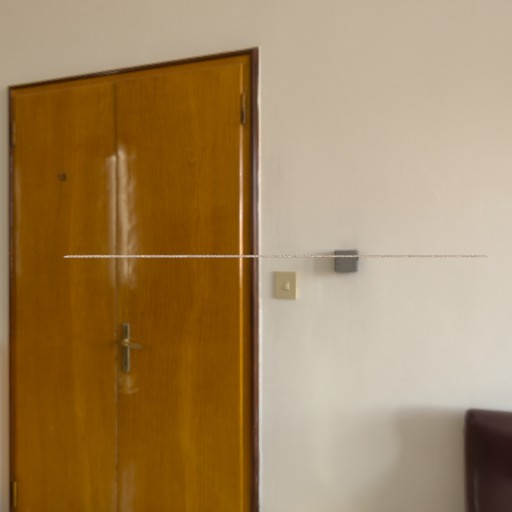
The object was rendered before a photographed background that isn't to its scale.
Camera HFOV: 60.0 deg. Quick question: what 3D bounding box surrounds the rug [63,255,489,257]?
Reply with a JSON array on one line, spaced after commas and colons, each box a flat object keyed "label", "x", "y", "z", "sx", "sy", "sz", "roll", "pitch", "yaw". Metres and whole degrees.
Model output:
[{"label": "rug", "x": 0.000, "y": 0.000, "z": 4.127, "sx": 3.034, "sy": 0.012, "sz": 2.406, "roll": 0, "pitch": 0, "yaw": -17}]
